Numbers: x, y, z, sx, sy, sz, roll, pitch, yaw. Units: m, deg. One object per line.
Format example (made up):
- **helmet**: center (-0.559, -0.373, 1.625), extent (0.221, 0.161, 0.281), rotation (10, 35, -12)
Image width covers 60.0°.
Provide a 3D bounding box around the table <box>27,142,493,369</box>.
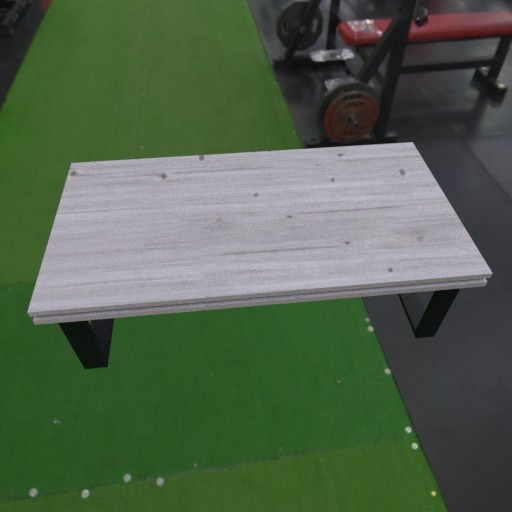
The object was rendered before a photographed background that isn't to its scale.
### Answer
- **table**: center (0.000, 0.000, 1.679), extent (1.350, 0.450, 0.700), rotation (-4, 48, -4)
